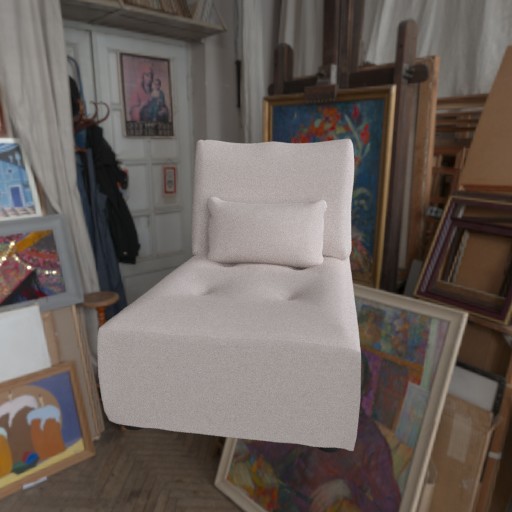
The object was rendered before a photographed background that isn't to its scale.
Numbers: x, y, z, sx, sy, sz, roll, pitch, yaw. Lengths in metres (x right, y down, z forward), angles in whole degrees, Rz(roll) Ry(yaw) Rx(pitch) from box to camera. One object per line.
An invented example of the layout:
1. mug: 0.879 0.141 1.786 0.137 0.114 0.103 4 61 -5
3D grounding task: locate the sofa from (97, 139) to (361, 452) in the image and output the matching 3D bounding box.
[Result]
1. sofa: 0.000 0.000 1.576 0.700 0.820 1.000 2 14 10
